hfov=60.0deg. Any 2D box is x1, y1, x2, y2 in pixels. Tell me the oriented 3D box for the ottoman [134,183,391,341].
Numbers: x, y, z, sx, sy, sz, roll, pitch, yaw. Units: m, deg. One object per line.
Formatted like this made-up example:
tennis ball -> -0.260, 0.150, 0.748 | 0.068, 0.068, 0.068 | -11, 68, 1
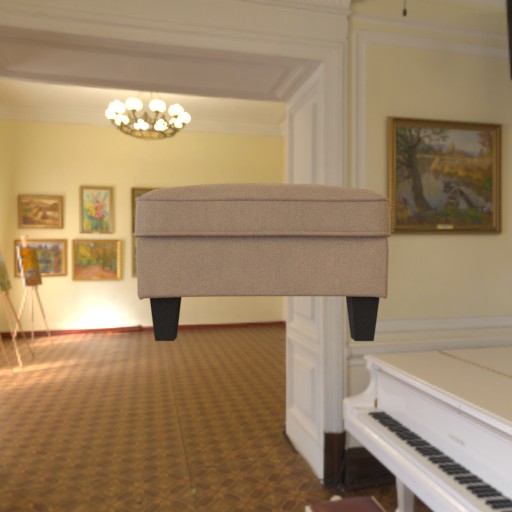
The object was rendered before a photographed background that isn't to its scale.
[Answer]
ottoman -> 0.000, 0.000, 2.030 | 0.735, 0.460, 1.726 | 0, 0, -1
